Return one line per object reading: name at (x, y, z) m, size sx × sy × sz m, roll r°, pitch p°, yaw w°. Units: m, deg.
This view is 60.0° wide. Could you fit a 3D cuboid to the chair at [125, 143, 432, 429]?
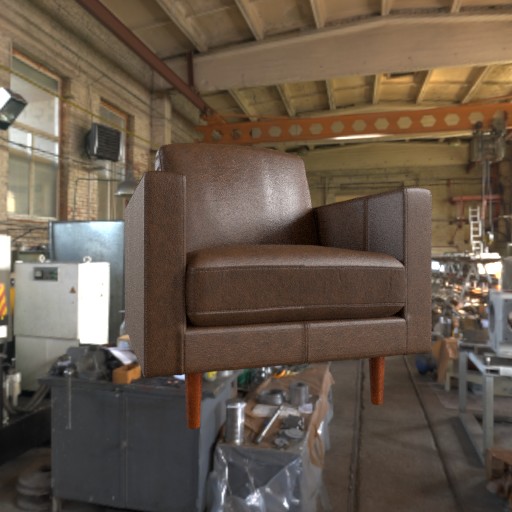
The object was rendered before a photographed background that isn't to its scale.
chair at (0.000, 0.000, 1.641) m, size 0.890 × 0.956 × 0.909 m, roll 0°, pitch 0°, yaw -19°
